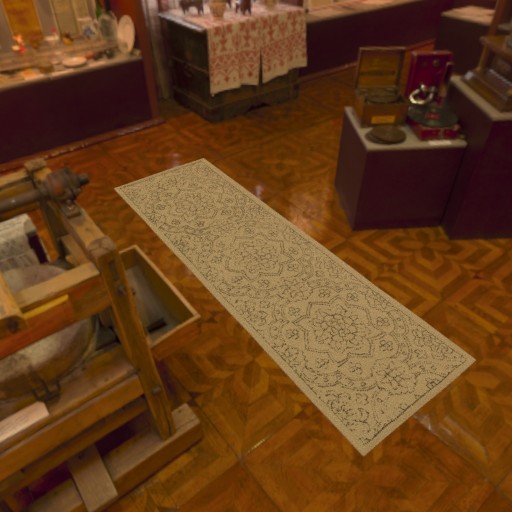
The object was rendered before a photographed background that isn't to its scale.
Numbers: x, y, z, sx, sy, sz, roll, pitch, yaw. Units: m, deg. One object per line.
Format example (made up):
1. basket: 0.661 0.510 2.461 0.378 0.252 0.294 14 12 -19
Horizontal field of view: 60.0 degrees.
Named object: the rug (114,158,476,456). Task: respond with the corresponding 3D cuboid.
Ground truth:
1. rug: 0.000 0.000 2.652 0.769 0.012 2.448 -26 47 -27
